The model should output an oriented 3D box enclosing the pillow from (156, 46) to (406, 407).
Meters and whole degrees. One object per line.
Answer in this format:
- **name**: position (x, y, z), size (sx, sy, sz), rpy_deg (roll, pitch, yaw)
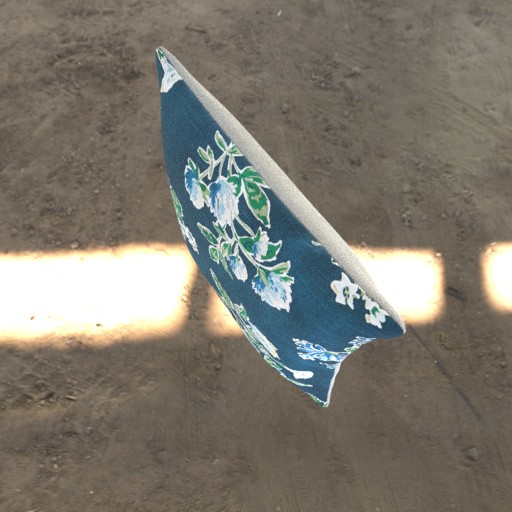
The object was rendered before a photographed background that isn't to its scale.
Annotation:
- **pillow**: position (0.000, 0.000, 0.775), size (0.166, 0.508, 0.525), rpy_deg (-32, 68, -15)
